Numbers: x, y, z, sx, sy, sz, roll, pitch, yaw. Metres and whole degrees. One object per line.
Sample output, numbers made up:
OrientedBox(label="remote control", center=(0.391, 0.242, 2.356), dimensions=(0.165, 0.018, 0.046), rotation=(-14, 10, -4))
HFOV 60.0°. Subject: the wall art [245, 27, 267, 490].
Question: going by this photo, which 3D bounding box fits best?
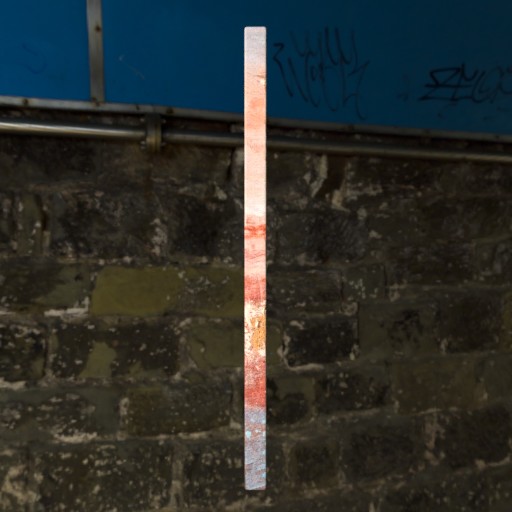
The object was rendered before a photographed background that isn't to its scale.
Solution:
OrientedBox(label="wall art", center=(0.000, 0.000, 1.085), dimensions=(0.035, 0.747, 0.747), rotation=(0, 1, 0))
